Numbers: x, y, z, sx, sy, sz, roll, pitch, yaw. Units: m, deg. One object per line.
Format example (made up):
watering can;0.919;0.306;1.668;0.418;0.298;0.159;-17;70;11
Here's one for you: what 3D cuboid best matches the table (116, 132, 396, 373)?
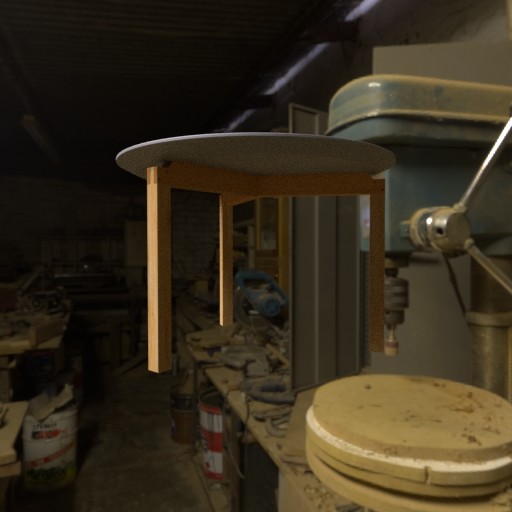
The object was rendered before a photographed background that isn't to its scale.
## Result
table;0.000;0.000;1.002;0.600;0.405;0.600;0;2;0
